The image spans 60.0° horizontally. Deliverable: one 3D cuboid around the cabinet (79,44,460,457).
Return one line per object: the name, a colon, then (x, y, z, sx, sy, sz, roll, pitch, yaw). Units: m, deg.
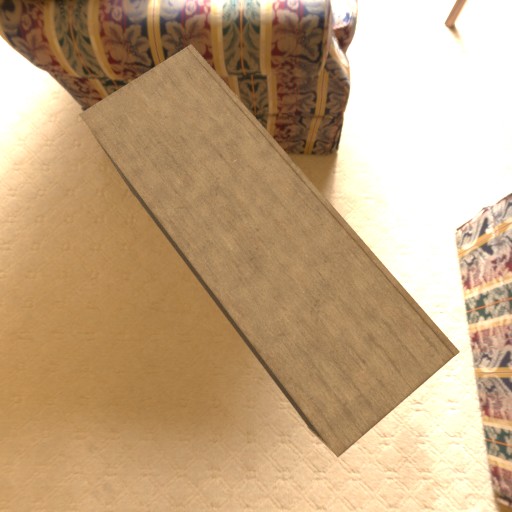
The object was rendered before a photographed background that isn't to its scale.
cabinet: (0.000, 0.000, 1.904, 0.511, 0.825, 1.460, -37, 78, -9)
